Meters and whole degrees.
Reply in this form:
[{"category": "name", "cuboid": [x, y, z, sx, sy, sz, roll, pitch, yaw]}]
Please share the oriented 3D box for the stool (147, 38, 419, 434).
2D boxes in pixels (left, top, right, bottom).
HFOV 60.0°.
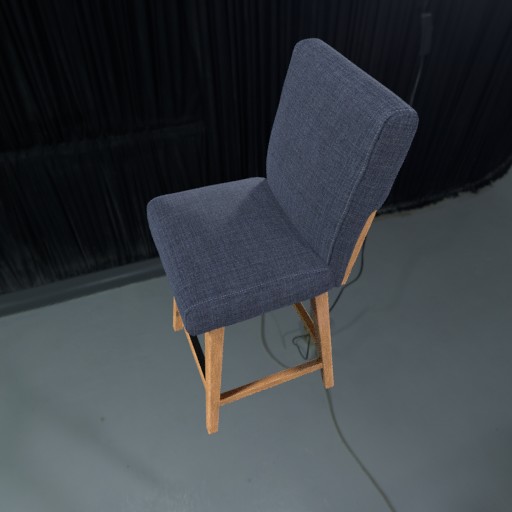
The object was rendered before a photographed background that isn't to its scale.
[{"category": "stool", "cuboid": [0.000, 0.000, 1.275, 0.526, 1.010, 0.459, -16, 48, -15]}]
